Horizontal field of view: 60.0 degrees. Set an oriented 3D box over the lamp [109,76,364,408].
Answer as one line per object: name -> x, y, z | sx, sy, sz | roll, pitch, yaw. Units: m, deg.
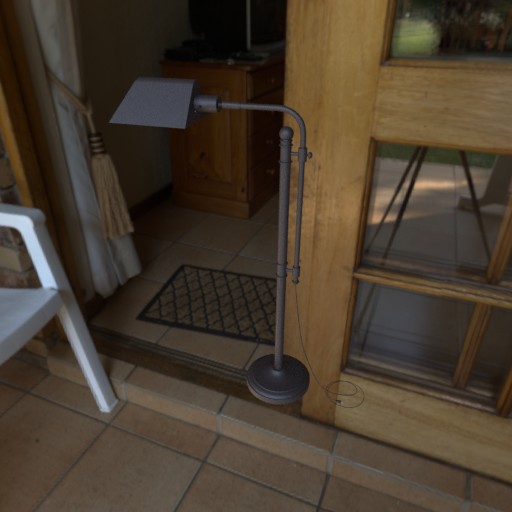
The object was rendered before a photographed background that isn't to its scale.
lamp -> 0.000, 0.000, 0.960 | 0.545, 0.708, 0.159 | 9, 31, 15
